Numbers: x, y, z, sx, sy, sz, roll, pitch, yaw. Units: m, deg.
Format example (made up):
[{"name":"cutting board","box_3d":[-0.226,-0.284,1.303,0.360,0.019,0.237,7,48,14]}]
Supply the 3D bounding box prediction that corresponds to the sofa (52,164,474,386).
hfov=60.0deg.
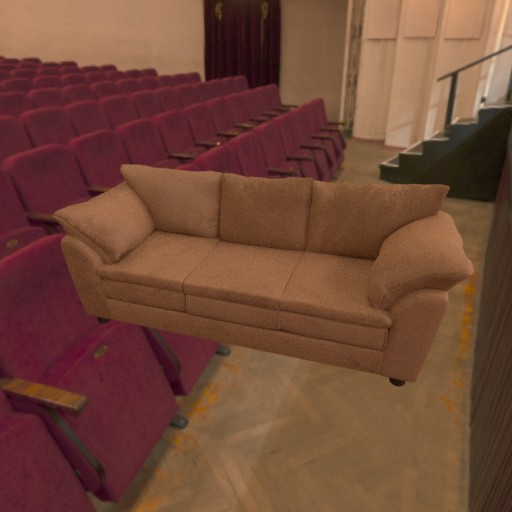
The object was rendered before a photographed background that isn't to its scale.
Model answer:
[{"name":"sofa","box_3d":[0.000,0.000,2.824,2.377,0.981,0.893,8,26,17]}]
